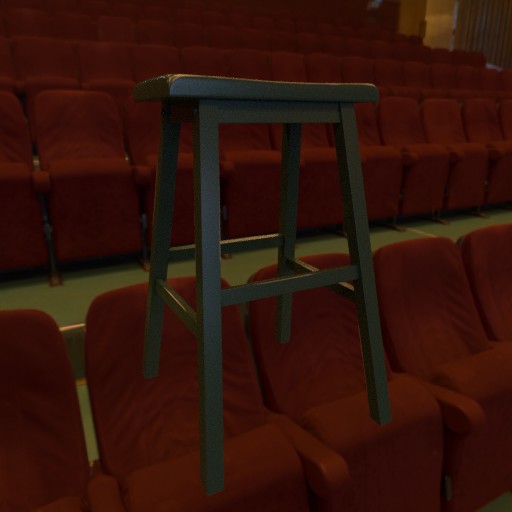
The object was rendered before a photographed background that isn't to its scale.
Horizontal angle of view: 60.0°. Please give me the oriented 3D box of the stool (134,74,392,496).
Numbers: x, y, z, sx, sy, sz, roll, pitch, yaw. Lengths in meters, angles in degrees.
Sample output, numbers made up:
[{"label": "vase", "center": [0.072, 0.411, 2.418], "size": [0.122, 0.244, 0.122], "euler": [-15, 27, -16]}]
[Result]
[{"label": "stool", "center": [0.000, 0.000, 1.014], "size": [0.457, 0.737, 0.476], "euler": [-9, 19, -27]}]
